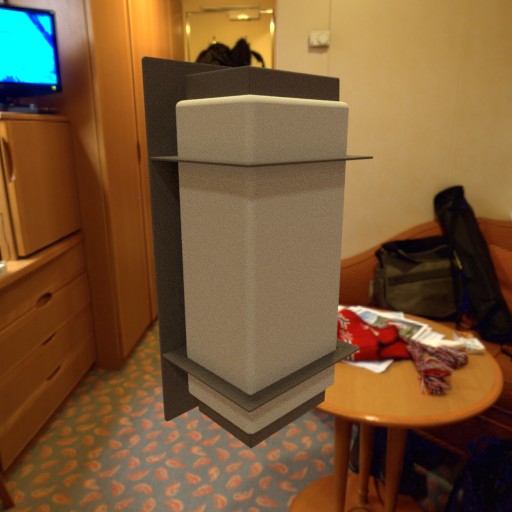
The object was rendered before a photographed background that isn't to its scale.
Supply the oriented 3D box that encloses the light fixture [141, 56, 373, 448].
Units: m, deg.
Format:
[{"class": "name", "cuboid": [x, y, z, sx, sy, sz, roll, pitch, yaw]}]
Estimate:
[{"class": "light fixture", "cuboid": [0.000, 0.000, 0.422, 0.153, 0.347, 0.146, -14, 21, -42]}]
